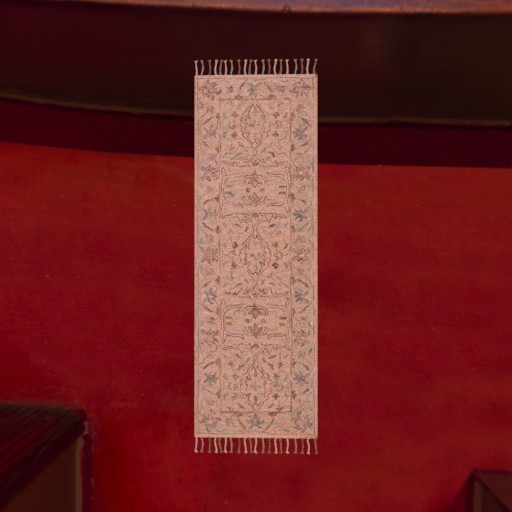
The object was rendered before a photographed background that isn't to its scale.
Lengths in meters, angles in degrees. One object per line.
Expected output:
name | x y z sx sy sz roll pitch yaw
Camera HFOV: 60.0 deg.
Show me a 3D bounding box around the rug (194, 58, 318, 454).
rug | 0.000 0.000 2.744 0.769 0.013 2.440 0 90 2
